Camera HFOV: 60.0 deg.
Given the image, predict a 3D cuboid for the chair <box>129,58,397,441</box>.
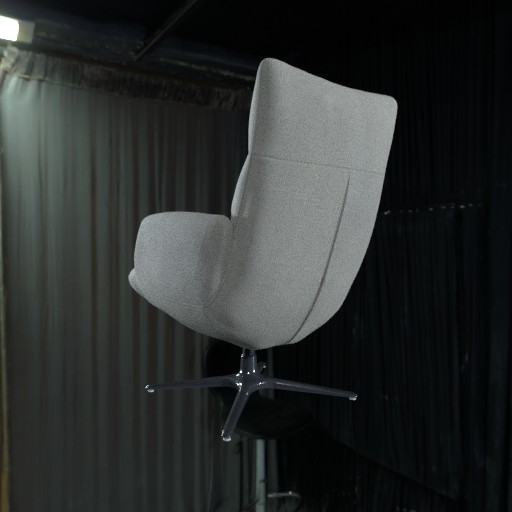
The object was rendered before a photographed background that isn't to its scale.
[{"bbox_3d":[0.000,0.000,1.569,0.711,1.016,0.889,-1,2,-37],"label":"chair"}]
